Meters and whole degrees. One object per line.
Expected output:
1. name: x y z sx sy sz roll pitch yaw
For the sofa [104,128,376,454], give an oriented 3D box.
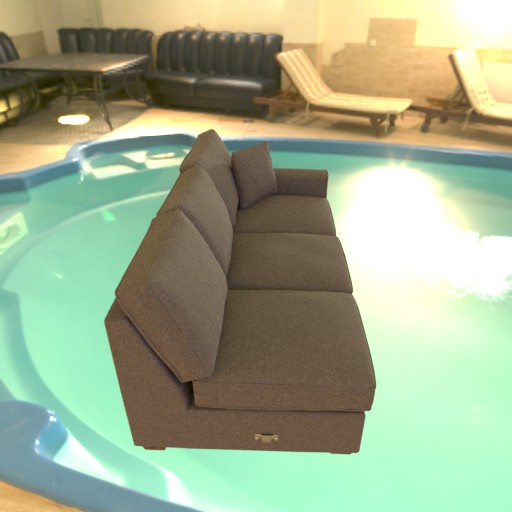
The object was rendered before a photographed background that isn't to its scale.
1. sofa: 0.000 0.000 2.536 1.034 0.946 1.963 1 31 2
